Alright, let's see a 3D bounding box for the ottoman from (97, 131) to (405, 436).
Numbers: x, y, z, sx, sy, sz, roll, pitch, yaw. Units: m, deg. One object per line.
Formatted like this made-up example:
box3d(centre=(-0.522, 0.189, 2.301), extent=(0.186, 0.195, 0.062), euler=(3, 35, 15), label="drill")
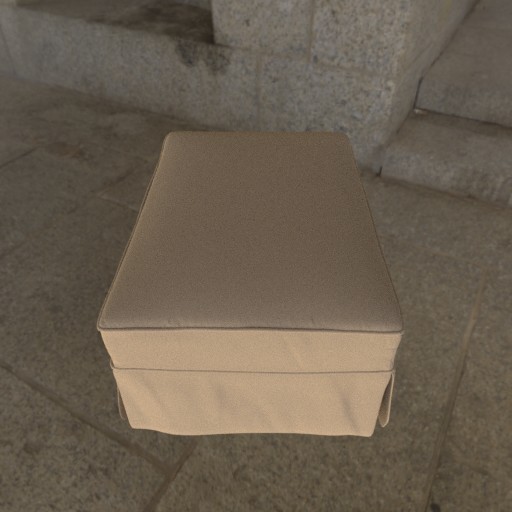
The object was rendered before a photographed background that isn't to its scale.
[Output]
box3d(centre=(0.000, 0.000, 1.367), extent=(0.721, 0.482, 0.959), euler=(1, 42, 1), label="ottoman")
